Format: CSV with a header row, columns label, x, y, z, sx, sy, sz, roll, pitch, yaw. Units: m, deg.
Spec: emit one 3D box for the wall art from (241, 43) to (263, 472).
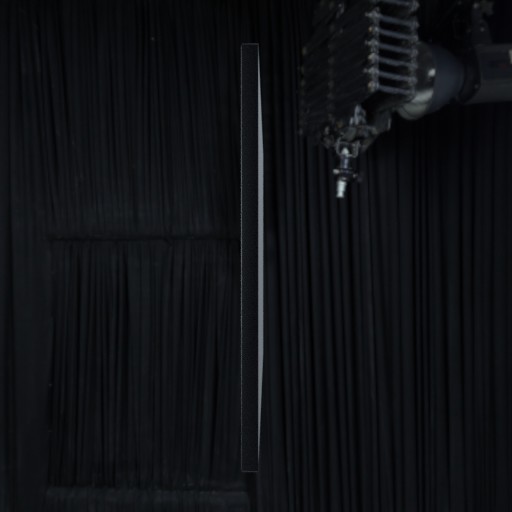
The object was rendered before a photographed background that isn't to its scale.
label,x,y,z,sx,sy,sz,roll,pitch,yaw
wall art,0.000,0.000,0.724,0.018,0.450,0.521,0,1,1
